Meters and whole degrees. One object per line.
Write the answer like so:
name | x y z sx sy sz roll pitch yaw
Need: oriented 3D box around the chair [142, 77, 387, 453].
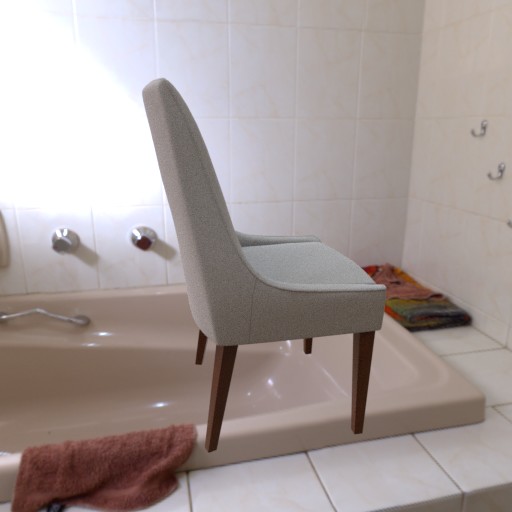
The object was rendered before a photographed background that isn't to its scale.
chair | 0.000 0.000 1.201 0.544 0.861 0.529 -3 16 -10
